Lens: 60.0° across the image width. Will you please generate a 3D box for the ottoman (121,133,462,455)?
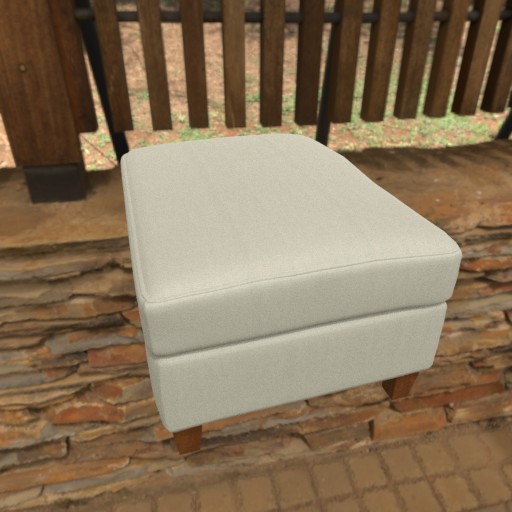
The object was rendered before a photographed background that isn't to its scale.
[{"bbox_3d":[0.000,0.000,1.199,0.634,0.496,0.818,-9,32,-14],"label":"ottoman"}]
